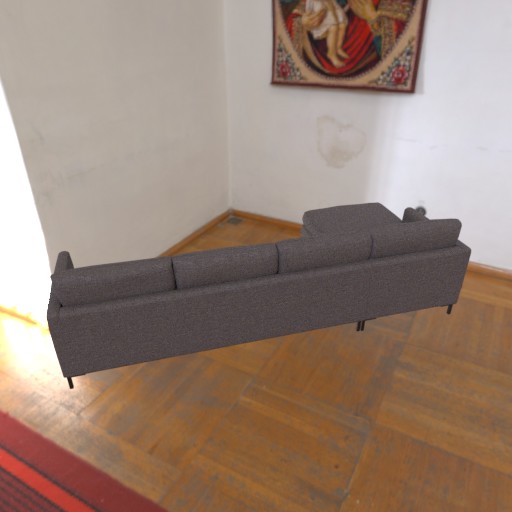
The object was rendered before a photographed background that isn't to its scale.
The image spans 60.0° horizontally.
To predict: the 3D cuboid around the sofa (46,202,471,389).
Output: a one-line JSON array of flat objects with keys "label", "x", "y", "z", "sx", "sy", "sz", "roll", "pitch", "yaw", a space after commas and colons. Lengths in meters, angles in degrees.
[{"label": "sofa", "x": 0.000, "y": 0.000, "z": 3.267, "sx": 2.731, "sy": 0.754, "sz": 1.258, "roll": -8, "pitch": 31, "yaw": -14}]
